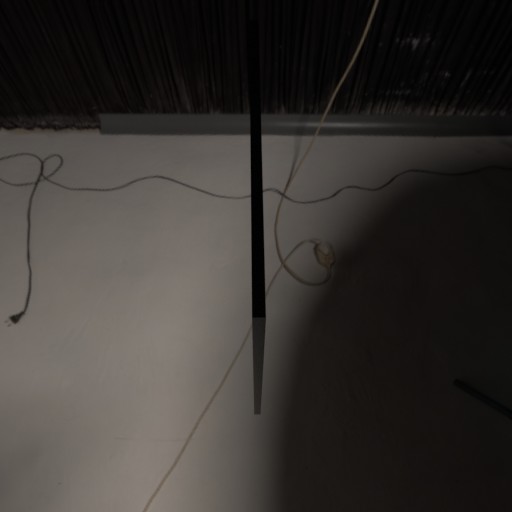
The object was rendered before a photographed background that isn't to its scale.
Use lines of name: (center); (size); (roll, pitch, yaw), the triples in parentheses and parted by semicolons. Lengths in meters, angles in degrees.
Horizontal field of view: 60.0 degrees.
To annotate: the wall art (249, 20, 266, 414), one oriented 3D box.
wall art: (0.000, 0.000, 0.776); (0.013, 0.582, 0.442); (-1, 62, 0)
